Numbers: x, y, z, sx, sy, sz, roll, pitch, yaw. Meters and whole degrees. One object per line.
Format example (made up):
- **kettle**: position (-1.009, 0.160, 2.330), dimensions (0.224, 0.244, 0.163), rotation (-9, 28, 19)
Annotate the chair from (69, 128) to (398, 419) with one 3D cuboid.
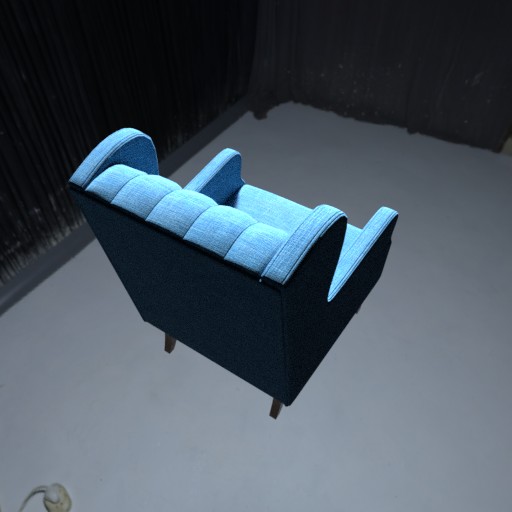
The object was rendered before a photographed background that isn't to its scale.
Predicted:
- **chair**: position (0.000, 0.000, 1.512), dimensions (0.711, 0.952, 0.775), rotation (25, 52, 22)
